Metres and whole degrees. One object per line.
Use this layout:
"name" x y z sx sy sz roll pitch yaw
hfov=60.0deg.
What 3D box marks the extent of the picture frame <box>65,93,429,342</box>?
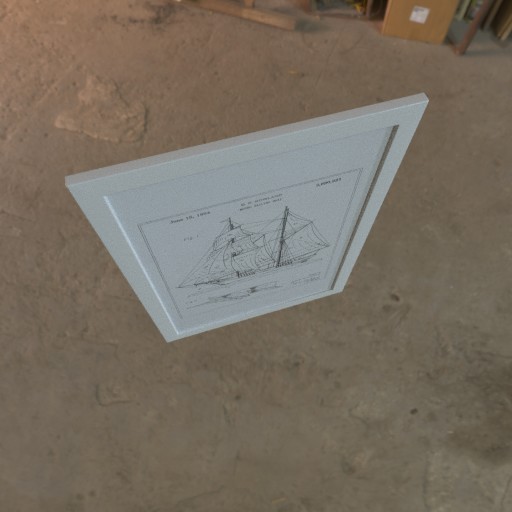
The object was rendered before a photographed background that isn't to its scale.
"picture frame" 0.000 0.000 0.685 0.381 0.534 0.012 -15 64 -8
